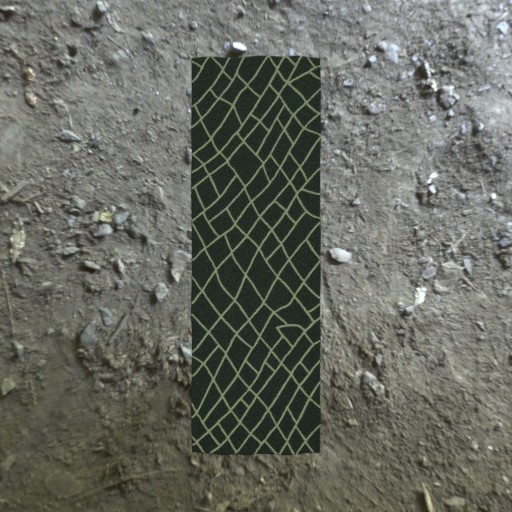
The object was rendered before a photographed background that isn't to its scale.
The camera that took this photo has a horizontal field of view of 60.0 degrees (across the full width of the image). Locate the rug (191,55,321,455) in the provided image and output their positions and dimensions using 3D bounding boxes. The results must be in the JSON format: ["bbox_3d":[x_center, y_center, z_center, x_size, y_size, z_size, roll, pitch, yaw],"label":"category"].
[{"bbox_3d":[0.000,0.000,2.746,0.807,0.010,2.476,0,90,0],"label":"rug"}]
